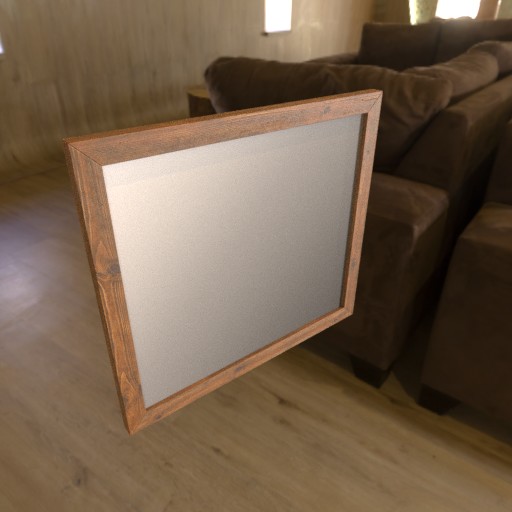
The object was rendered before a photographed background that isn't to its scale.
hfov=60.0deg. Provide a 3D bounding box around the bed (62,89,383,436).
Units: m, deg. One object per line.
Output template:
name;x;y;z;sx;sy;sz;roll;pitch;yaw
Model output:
bed;0.000;0.000;1.471;1.046;0.942;0.046;-21;36;-32
